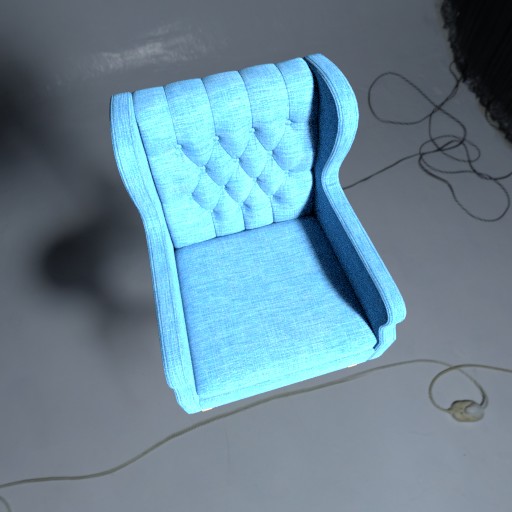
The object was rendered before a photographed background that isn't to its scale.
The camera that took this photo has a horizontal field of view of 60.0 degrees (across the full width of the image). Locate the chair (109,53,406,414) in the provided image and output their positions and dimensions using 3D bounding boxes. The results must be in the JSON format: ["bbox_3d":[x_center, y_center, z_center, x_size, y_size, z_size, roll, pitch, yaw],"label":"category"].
[{"bbox_3d":[0.000,0.000,1.484,0.711,0.952,0.775,-15,64,-7],"label":"chair"}]
